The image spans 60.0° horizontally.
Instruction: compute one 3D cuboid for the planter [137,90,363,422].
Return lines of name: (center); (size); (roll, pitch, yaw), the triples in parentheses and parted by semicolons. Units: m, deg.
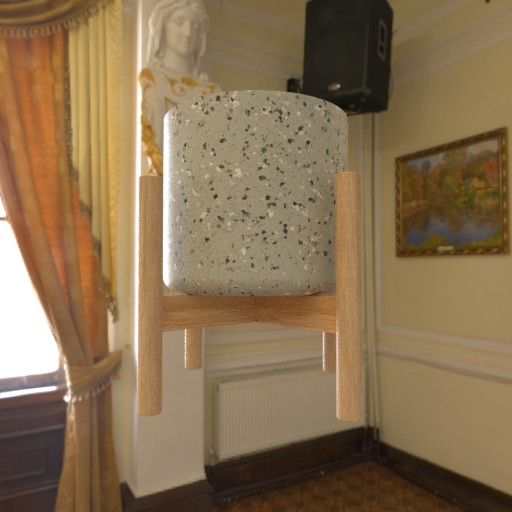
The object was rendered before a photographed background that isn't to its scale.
planter: (0.000, 0.000, 0.542); (0.284, 0.320, 0.284); (0, -2, -18)
